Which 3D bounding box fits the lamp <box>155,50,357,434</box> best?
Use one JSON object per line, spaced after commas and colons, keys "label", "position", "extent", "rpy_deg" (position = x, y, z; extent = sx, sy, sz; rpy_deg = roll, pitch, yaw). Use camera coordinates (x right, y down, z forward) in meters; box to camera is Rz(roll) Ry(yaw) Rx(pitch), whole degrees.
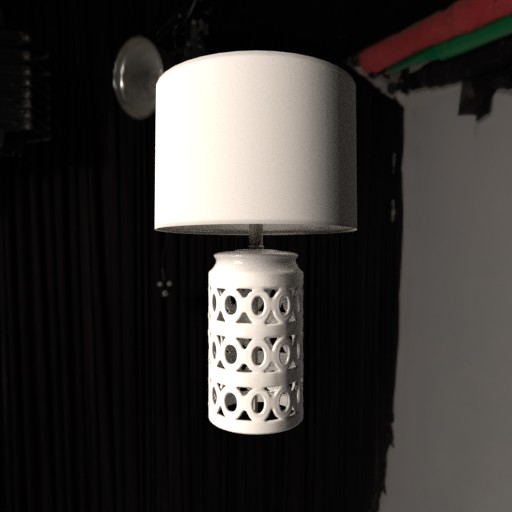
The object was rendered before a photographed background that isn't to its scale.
{"label": "lamp", "position": [0.000, 0.000, 0.695], "extent": [0.310, 0.502, 0.310], "rpy_deg": [0, 0, 0]}
